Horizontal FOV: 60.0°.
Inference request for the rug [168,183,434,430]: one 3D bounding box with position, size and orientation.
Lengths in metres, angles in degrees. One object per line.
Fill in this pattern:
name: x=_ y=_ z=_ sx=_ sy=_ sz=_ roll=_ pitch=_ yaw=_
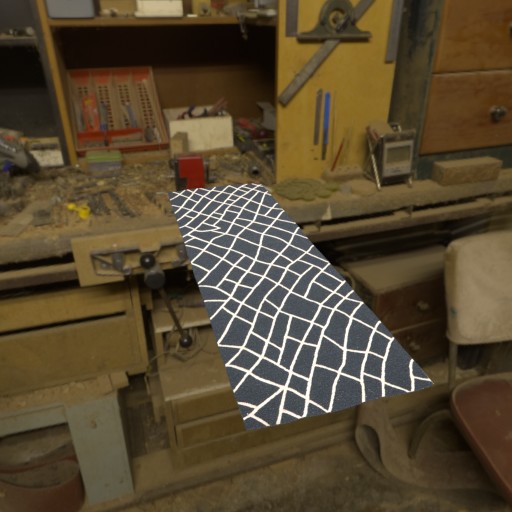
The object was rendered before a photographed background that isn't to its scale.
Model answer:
rug: x=0.000 y=0.000 z=2.734 sx=0.807 sy=0.010 sz=2.476 roll=-8 pitch=31 yaw=-14
